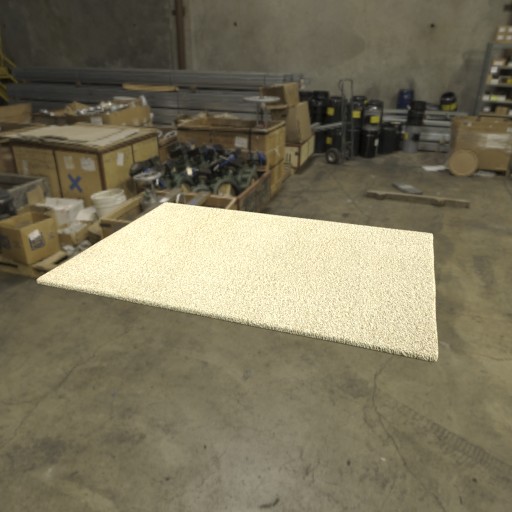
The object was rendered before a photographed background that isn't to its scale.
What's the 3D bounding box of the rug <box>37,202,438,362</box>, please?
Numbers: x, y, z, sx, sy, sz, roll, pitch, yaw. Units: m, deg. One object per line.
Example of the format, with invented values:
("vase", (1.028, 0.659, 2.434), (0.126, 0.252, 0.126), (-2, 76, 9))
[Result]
("rug", (0.000, 0.000, 2.343), (1.778, 0.030, 1.219), (8, 27, 17))
